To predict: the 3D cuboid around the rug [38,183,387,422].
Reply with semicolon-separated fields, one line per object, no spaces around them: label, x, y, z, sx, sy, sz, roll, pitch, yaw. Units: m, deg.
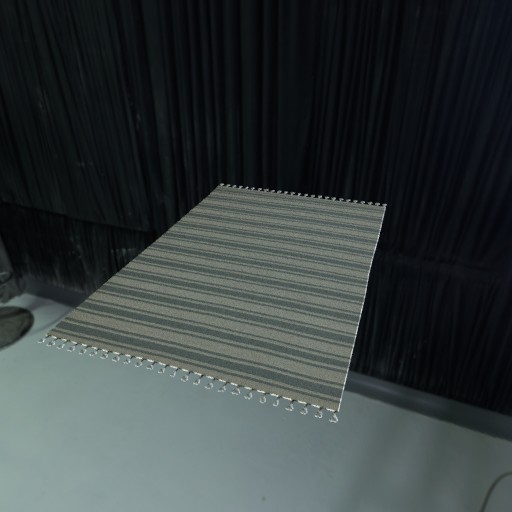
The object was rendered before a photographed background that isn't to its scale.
rug;0.000;0.000;3.030;1.539;0.011;2.410;10;31;16
